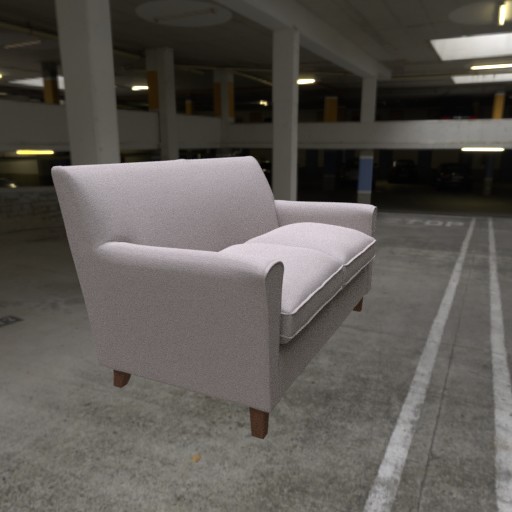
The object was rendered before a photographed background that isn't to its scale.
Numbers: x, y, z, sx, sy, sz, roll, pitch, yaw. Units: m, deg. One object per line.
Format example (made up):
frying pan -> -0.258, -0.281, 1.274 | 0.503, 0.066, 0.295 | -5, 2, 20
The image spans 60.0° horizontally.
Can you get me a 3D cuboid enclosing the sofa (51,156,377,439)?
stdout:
sofa -> 0.000, 0.000, 2.113 | 0.888, 0.890, 1.482 | 7, 16, 26
